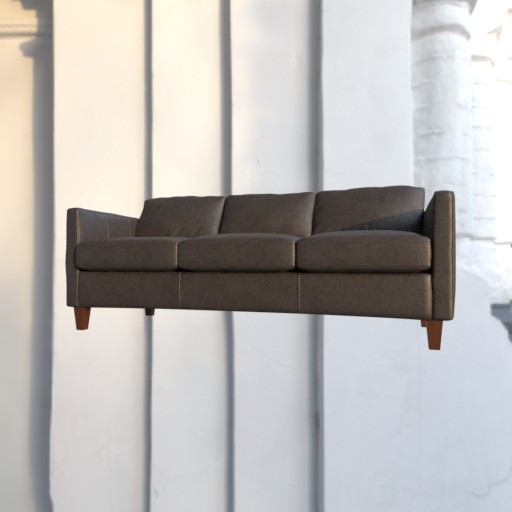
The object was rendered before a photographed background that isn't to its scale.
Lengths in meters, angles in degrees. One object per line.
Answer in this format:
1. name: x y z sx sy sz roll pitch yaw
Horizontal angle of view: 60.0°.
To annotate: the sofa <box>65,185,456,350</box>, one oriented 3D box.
1. sofa: 0.000 0.000 3.063 2.464 1.006 1.045 0 -1 18
